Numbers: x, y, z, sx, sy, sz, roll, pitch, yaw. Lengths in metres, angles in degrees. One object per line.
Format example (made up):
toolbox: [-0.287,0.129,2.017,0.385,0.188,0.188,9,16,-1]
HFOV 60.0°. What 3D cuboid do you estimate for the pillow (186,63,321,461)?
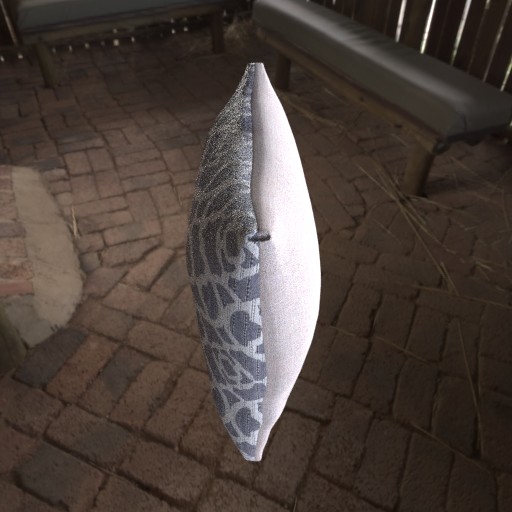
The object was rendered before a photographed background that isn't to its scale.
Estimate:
pillow: [0.000,0.000,0.774,0.215,0.498,0.508,0,42,0]
